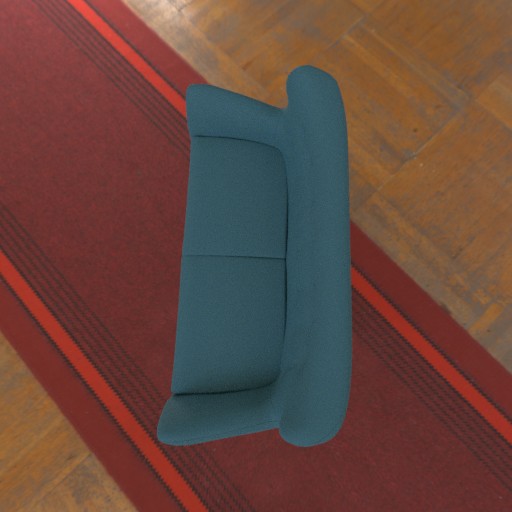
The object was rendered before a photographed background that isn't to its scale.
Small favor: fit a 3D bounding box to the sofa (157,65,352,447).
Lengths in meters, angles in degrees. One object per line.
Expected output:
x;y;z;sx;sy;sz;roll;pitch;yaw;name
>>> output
0.000;0.000;2.451;0.889;0.890;1.930;2;75;1;sofa
